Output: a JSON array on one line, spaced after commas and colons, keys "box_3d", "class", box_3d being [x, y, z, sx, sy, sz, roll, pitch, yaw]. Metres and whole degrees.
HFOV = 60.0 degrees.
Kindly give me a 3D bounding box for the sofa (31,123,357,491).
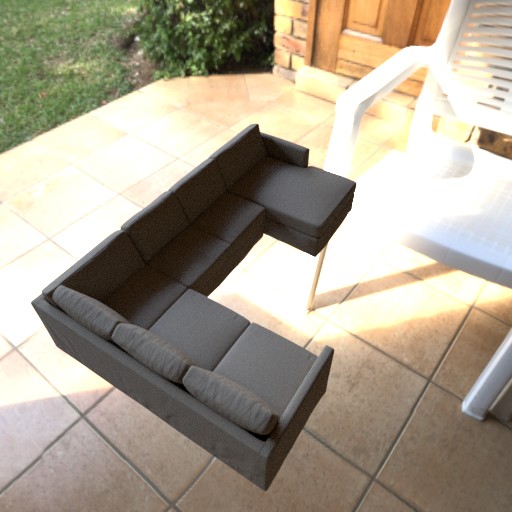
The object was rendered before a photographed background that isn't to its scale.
[{"box_3d": [0.000, 0.000, 4.540, 2.427, 0.882, 3.460, 25, 51, 22], "class": "sofa"}]
